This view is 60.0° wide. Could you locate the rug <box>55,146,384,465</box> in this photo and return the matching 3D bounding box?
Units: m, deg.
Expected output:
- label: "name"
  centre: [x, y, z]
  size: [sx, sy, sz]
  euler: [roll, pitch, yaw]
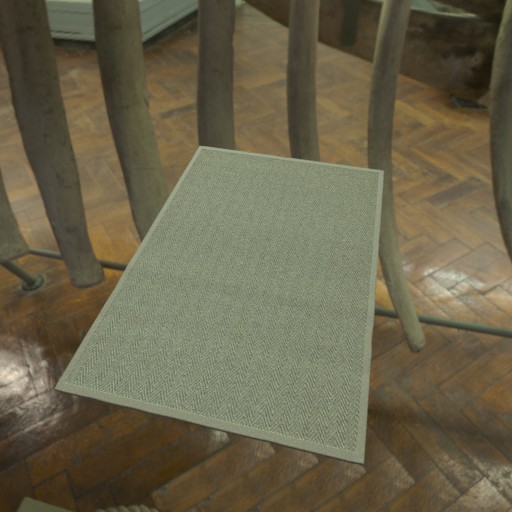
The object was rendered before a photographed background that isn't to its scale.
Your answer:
- label: "rug"
  centre: [0.000, 0.000, 2.867]
  size: [1.540, 0.021, 2.290]
  euler: [10, 47, 9]
